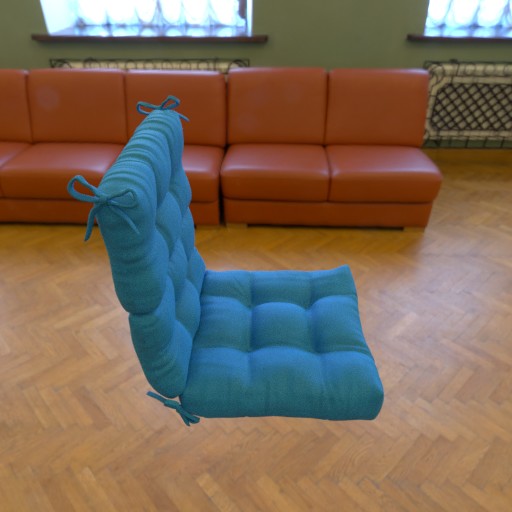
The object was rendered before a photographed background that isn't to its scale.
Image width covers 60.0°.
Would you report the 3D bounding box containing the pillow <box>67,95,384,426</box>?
[{"bbox_3d":[0.000,0.000,1.015,0.571,0.605,0.519,0,35,1],"label":"pillow"}]
